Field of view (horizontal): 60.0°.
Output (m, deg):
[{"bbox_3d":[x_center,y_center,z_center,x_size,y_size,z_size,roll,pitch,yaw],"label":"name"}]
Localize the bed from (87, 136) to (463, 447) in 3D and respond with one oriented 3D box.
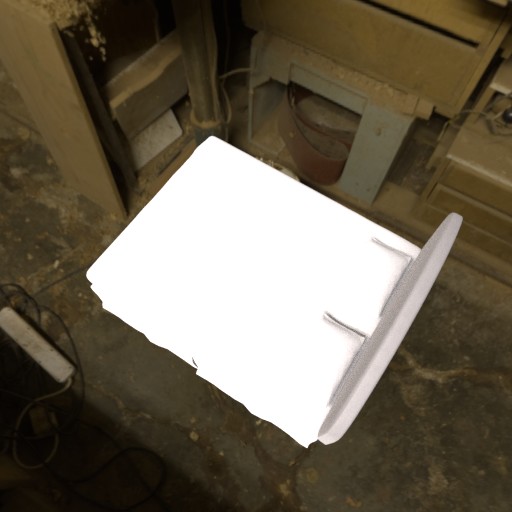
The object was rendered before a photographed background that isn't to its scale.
[{"bbox_3d":[0.000,0.000,3.026,2.005,1.410,1.607,31,68,14],"label":"bed"}]
